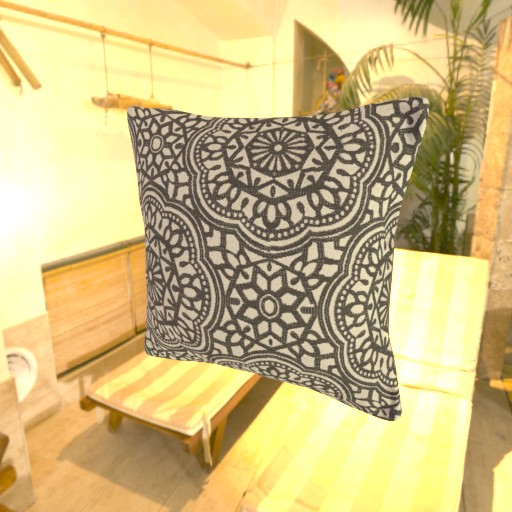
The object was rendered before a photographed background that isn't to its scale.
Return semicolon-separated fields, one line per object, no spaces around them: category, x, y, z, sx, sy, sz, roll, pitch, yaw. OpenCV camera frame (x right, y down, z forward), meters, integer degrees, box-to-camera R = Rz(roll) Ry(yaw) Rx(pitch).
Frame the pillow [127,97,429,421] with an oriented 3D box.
pillow;0.000;0.000;0.634;0.436;0.417;0.148;8;17;25
